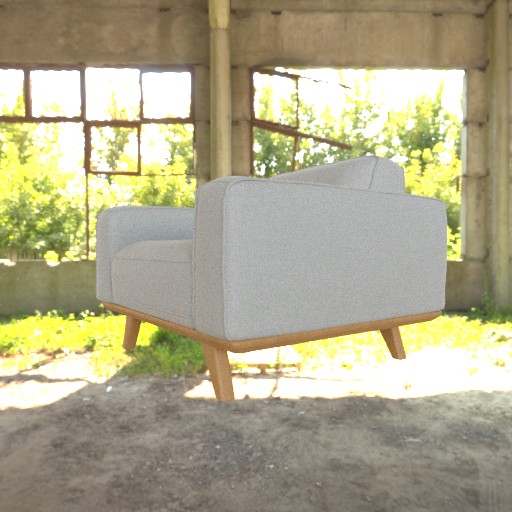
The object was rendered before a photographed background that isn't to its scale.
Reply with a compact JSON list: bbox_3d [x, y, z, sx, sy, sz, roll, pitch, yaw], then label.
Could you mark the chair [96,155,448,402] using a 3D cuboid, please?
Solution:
[{"bbox_3d":[0.000,0.000,1.755,0.953,0.779,1.115,-1,1,-36],"label":"chair"}]
